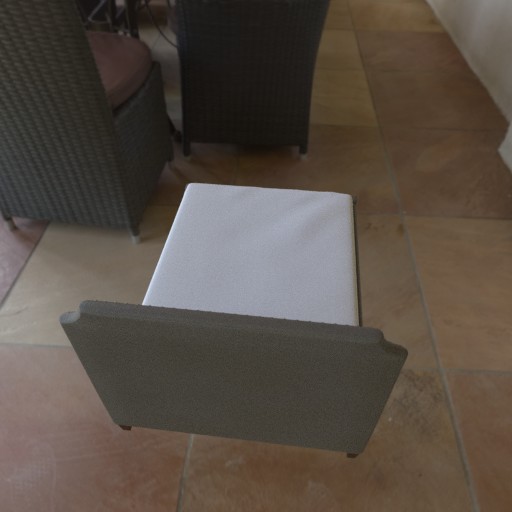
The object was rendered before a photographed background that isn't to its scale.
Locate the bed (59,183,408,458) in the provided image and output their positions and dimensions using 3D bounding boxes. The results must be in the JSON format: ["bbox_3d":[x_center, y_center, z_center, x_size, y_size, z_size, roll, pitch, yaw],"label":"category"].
[{"bbox_3d":[0.000,0.000,3.353,1.712,1.443,2.372,5,46,5],"label":"bed"}]
